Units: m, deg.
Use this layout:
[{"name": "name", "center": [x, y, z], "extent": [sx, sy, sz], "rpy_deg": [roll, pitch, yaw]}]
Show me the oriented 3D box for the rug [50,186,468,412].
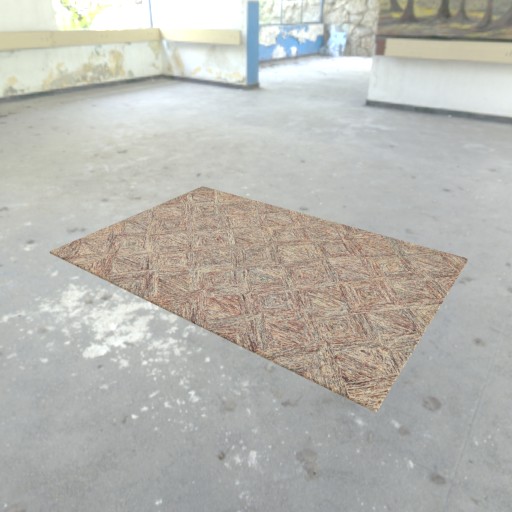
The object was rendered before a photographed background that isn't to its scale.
[{"name": "rug", "center": [0.000, 0.000, 2.903], "extent": [2.285, 0.019, 1.523], "rpy_deg": [19, 35, 31]}]
